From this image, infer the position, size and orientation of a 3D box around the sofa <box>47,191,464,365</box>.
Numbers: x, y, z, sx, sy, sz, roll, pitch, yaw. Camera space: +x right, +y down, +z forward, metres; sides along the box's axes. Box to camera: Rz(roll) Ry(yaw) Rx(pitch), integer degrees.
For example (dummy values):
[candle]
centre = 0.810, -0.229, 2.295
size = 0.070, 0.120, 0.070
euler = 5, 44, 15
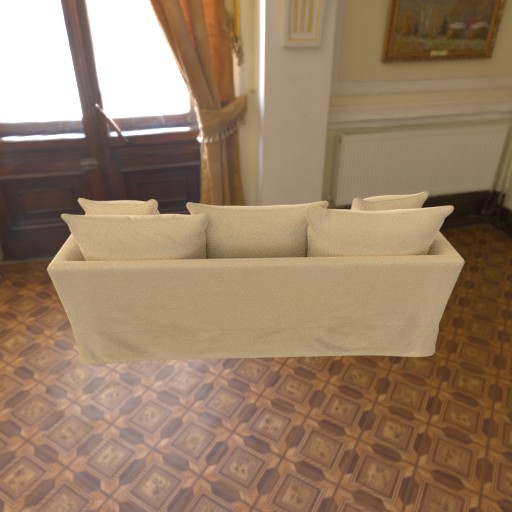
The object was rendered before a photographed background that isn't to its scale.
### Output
[sofa]
centre = 0.000, 0.000, 3.141
size = 2.484, 1.042, 1.030
euler = -1, 30, -2
